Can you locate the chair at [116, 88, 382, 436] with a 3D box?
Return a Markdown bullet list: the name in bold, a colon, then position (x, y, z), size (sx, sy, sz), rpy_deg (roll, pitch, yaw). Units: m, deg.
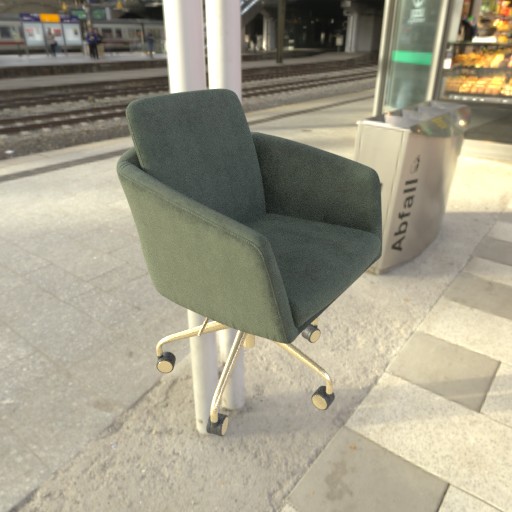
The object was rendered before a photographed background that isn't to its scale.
- **chair**: position (0.000, 0.000, 1.352), size (0.635, 0.908, 0.641), rpy_deg (18, 31, 32)
